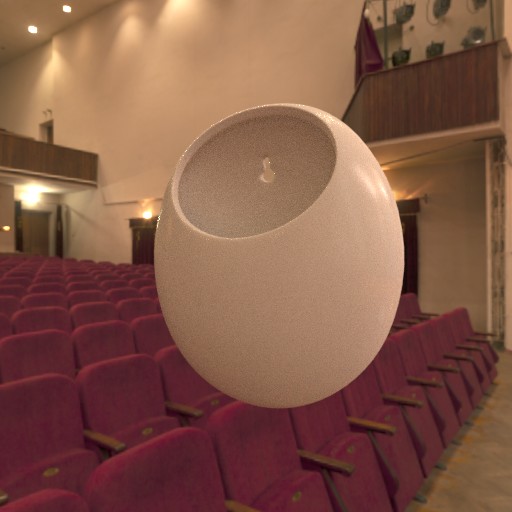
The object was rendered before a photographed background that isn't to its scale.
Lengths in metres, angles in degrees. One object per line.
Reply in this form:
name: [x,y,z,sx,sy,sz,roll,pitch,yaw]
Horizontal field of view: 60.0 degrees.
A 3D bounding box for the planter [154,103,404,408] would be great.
planter: [0.000,0.000,0.279,0.185,0.188,0.043,0,-1,36]
